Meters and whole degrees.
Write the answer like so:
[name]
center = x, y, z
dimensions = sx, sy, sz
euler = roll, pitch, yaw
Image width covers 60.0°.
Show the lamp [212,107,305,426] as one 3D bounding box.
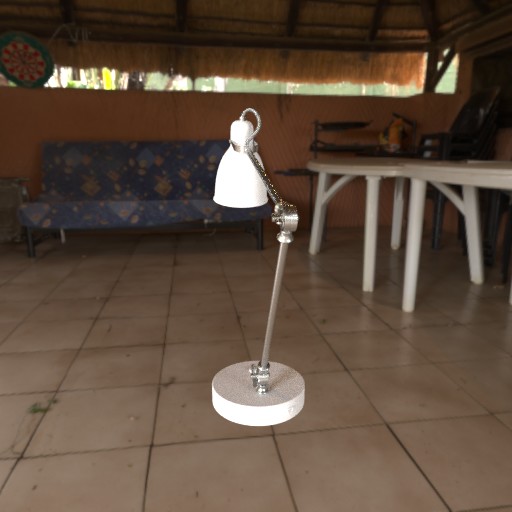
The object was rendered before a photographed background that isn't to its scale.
[lamp]
center = 0.000, 0.000, 0.869
dimensions = 0.187, 0.587, 0.561
euler = -2, 13, -9
